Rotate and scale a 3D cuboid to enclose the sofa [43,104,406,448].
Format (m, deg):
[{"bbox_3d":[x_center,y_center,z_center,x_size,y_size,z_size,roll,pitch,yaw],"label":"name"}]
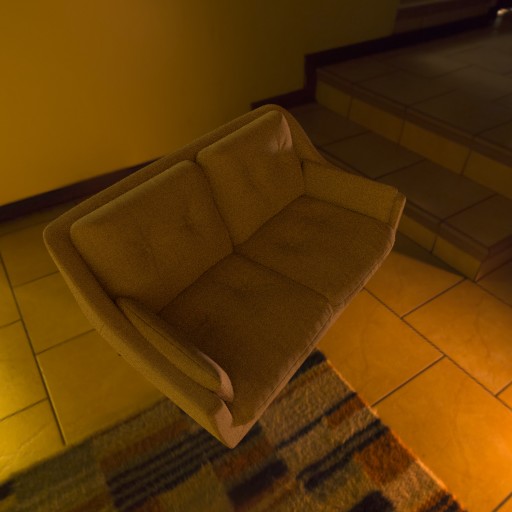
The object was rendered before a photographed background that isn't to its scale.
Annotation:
[{"bbox_3d":[0.000,0.000,2.202,0.965,0.888,1.652,26,47,27],"label":"sofa"}]
